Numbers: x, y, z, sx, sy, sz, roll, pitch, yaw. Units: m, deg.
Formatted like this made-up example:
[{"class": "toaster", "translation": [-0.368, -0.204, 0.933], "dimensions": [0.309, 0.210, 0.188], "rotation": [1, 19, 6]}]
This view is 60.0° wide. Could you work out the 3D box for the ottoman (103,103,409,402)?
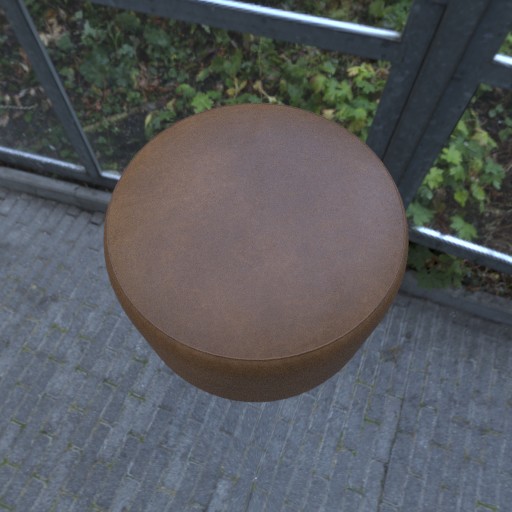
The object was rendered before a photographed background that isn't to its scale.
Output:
[{"class": "ottoman", "translation": [0.000, 0.000, 1.018], "dimensions": [0.607, 0.438, 0.607], "rotation": [0, 63, 0]}]
